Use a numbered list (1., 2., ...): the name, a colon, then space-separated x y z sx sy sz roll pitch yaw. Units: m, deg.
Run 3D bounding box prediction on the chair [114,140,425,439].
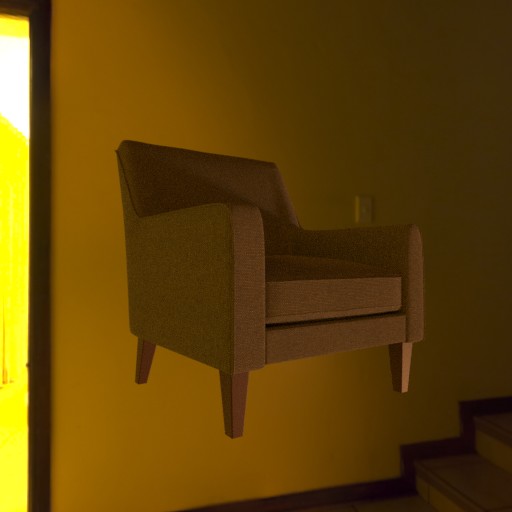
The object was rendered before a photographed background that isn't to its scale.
1. chair: 0.000 0.000 1.625 0.780 0.919 0.899 0 -1 -35
